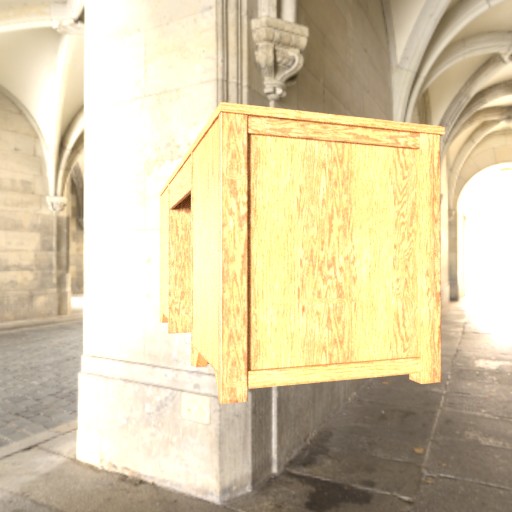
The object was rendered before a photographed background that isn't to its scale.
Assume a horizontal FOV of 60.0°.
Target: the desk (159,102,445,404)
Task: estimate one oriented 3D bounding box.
[{"bbox_3d":[0.000,0.000,1.942,0.685,0.751,1.567,0,-1,-18],"label":"desk"}]
